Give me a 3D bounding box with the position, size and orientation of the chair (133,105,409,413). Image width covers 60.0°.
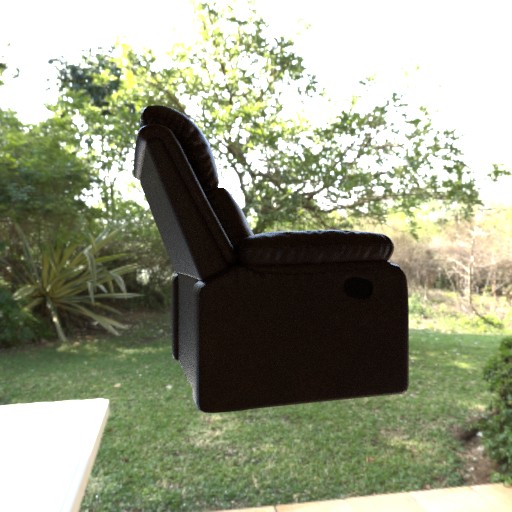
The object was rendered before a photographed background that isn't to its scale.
[{"bbox_3d":[0.000,0.000,1.731,0.919,0.992,0.855,0,0,-16],"label":"chair"}]
